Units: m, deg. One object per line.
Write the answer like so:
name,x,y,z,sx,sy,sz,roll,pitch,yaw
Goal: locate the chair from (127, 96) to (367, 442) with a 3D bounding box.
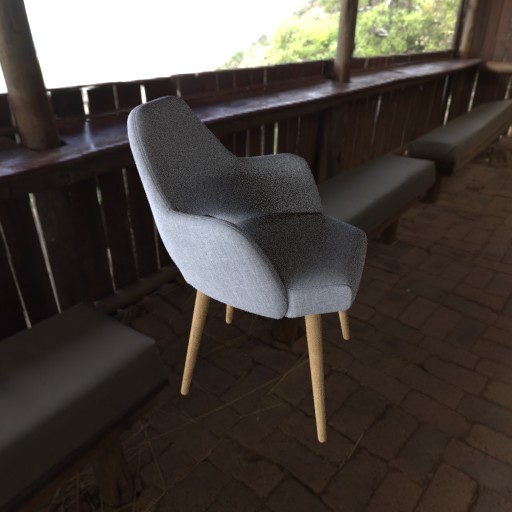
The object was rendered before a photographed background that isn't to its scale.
chair,0.000,0.000,1.293,0.610,0.840,0.590,9,31,16
